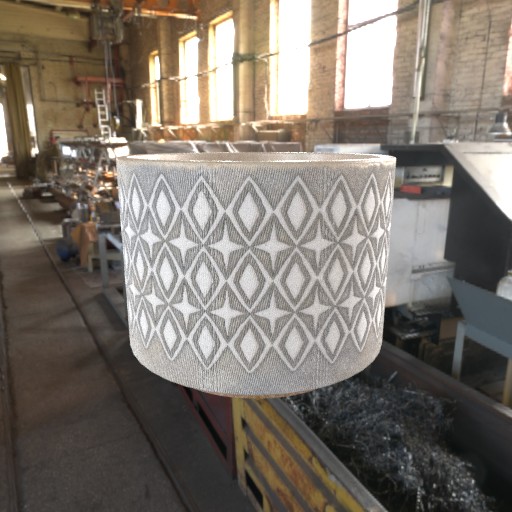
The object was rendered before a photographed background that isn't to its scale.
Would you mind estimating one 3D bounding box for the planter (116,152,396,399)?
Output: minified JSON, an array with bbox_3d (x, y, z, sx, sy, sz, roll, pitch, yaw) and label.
[{"bbox_3d":[0.000,0.000,0.287,0.164,0.127,0.164,0,15,0],"label":"planter"}]
